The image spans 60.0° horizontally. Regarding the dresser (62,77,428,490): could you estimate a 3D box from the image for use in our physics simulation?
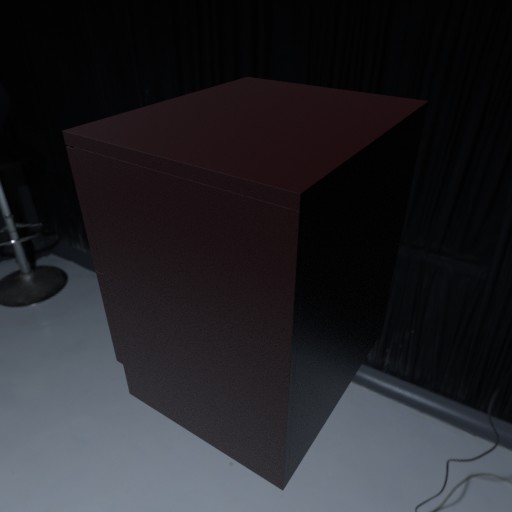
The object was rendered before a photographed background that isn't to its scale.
[{"bbox_3d":[0.000,0.000,0.740,0.360,0.470,0.400,20,38,28],"label":"dresser"}]
